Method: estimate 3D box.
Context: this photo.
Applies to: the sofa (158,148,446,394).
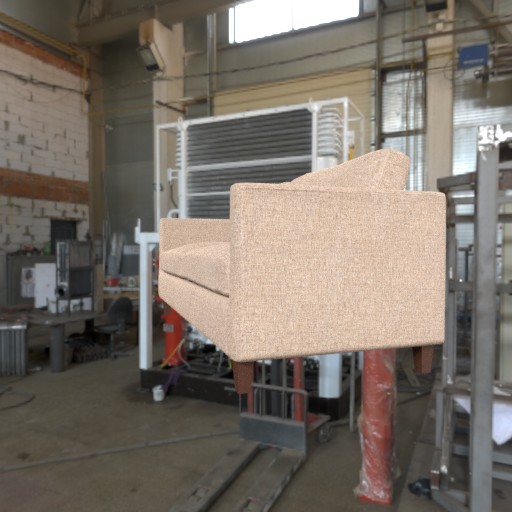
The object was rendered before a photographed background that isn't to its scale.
[{"bbox_3d":[0.000,0.000,2.719,0.951,0.965,2.208,0,1,-19],"label":"sofa"}]
